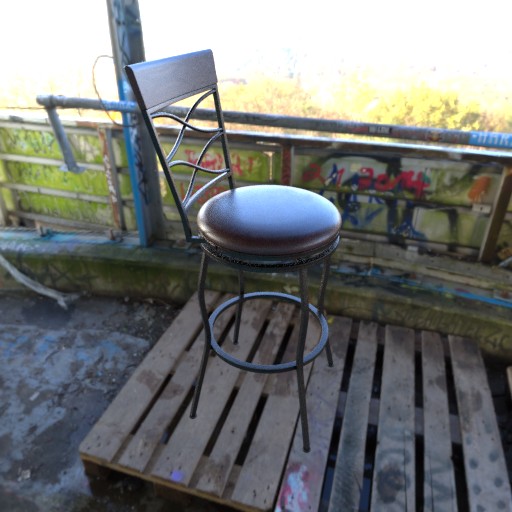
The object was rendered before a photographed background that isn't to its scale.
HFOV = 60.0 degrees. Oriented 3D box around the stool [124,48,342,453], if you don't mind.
[{"bbox_3d":[0.000,0.000,1.385,0.513,1.130,0.448,10,31,17],"label":"stool"}]
